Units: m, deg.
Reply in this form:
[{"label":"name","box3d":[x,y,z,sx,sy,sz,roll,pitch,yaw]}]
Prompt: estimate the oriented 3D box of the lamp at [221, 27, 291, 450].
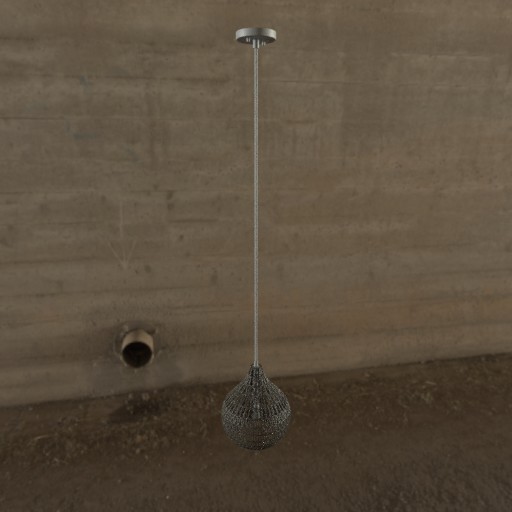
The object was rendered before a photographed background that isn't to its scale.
[{"label":"lamp","box3d":[0.000,0.000,2.079,0.355,1.919,0.355,13,19,43]}]
